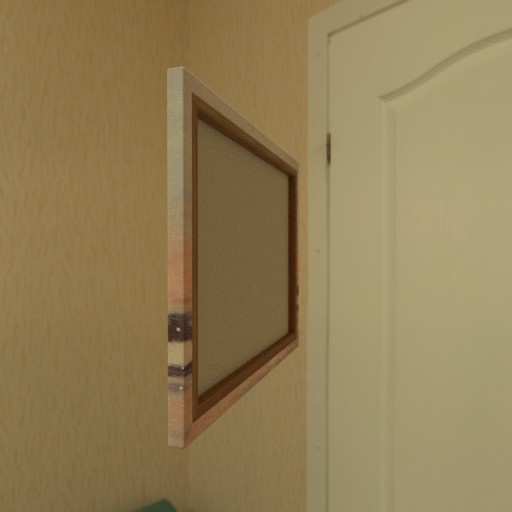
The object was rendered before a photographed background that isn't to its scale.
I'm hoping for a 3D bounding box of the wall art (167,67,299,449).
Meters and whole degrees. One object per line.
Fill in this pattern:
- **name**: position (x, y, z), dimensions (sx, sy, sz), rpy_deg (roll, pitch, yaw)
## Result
- **wall art**: position (0.000, 0.000, 1.366), dimensions (0.038, 0.763, 1.015), rpy_deg (0, 1, 19)
